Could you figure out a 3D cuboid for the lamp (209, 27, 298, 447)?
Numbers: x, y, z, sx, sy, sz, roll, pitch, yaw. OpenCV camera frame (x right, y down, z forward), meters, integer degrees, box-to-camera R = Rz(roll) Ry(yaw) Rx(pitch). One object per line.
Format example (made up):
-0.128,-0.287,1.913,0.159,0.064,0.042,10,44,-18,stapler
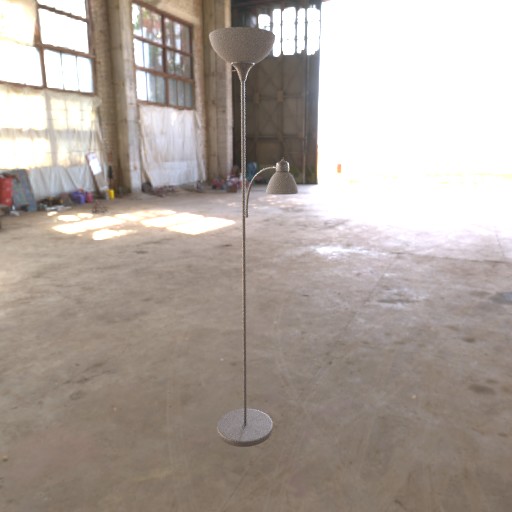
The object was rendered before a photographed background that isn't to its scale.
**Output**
0.000,0.000,1.950,0.279,1.804,0.425,-13,19,-43,lamp
